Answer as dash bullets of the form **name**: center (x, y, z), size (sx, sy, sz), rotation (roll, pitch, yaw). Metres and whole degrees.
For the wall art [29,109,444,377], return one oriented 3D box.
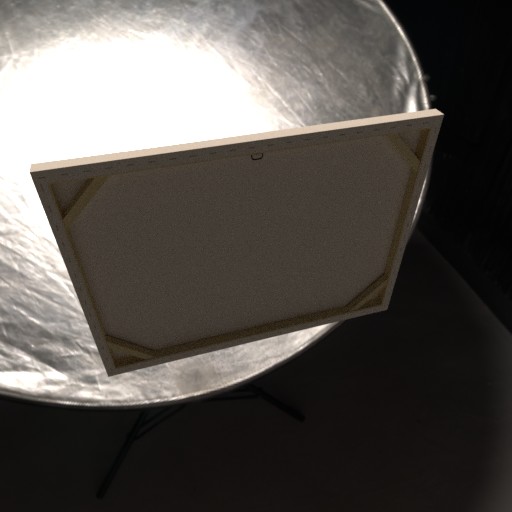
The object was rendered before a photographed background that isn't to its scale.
- **wall art**: center (0.000, 0.000, 1.316), size (1.016, 0.762, 0.038), rotation (-11, 43, -12)
